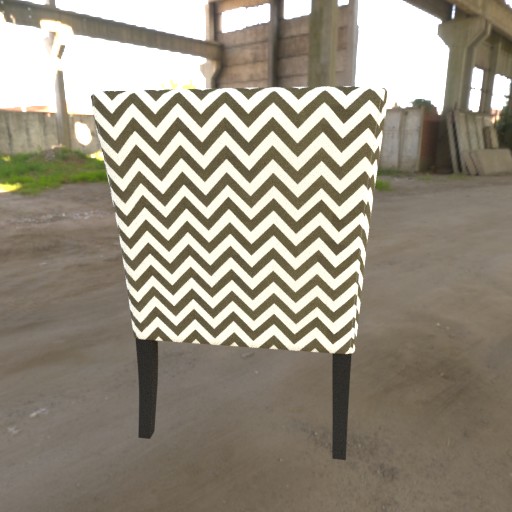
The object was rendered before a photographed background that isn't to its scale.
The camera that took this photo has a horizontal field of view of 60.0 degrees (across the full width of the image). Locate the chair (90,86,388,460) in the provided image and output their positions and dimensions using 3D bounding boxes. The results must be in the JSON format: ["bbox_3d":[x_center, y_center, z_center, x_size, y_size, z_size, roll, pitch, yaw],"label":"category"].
[{"bbox_3d":[0.000,0.000,1.255,0.589,0.838,0.648,2,16,9],"label":"chair"}]
